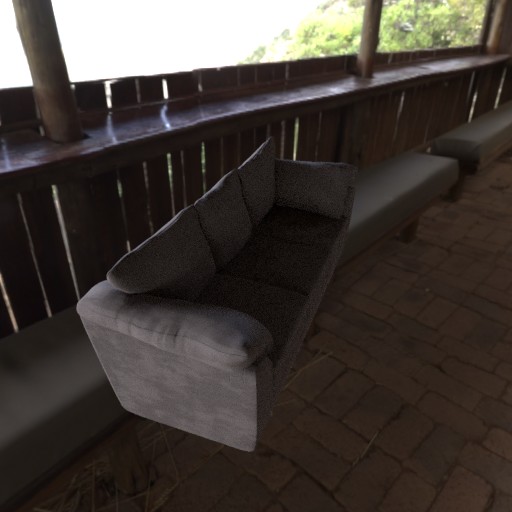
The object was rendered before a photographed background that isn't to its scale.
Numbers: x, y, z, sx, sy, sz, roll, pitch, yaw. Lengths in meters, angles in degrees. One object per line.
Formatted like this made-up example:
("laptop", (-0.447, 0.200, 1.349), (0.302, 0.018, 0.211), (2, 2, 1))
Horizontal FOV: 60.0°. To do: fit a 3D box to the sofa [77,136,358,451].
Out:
("sofa", (0.000, 0.000, 2.871), (0.893, 0.981, 2.377), (11, 32, 18))
